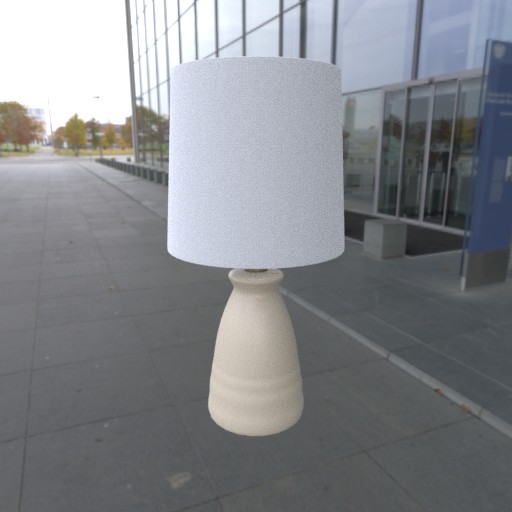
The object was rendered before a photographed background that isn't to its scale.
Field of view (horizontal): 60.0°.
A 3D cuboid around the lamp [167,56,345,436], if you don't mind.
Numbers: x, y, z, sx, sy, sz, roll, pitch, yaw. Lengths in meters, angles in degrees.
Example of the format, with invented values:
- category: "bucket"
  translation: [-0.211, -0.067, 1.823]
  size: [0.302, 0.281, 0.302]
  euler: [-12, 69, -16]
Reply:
- category: "lamp"
  translation: [0.000, 0.000, 0.478]
  size: [0.186, 0.369, 0.186]
  euler: [0, 14, 0]
